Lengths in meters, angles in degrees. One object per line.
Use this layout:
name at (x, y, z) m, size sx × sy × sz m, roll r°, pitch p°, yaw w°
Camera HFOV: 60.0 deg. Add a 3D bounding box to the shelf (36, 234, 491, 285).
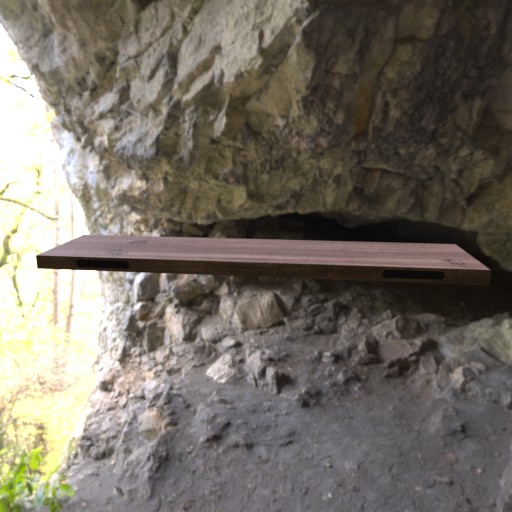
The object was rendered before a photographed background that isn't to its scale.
shelf at (0.000, 0.000, 0.659) m, size 0.610 × 0.020 × 0.140 m, roll 2°, pitch 15°, yaw 7°
